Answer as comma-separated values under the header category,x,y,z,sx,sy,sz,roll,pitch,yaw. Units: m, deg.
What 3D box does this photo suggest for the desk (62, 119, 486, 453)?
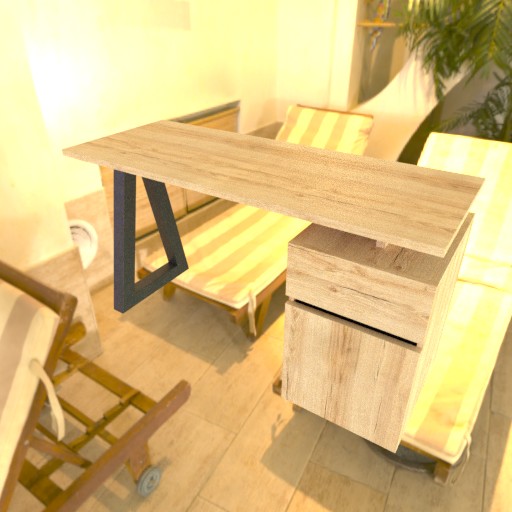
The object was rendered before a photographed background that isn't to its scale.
category,x,y,z,sx,sy,sz,roll,pitch,yaw
desk,0.000,0.000,1.742,1.400,0.760,0.550,18,35,28
